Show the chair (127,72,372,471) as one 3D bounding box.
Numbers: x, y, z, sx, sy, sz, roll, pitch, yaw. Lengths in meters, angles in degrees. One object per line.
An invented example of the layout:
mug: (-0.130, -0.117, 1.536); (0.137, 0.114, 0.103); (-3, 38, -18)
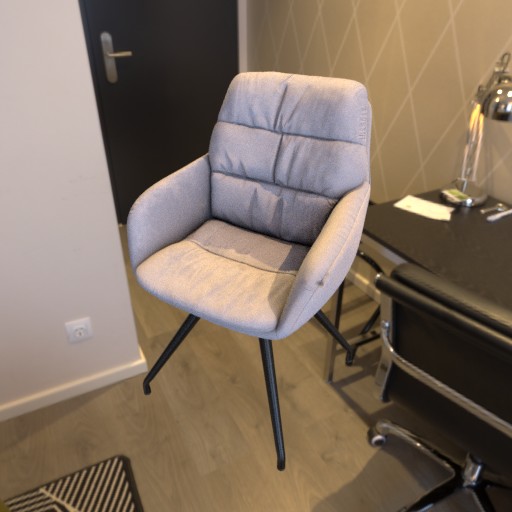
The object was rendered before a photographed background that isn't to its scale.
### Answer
chair: (0.000, 0.000, 1.235); (0.579, 0.888, 0.569); (18, 35, 27)
